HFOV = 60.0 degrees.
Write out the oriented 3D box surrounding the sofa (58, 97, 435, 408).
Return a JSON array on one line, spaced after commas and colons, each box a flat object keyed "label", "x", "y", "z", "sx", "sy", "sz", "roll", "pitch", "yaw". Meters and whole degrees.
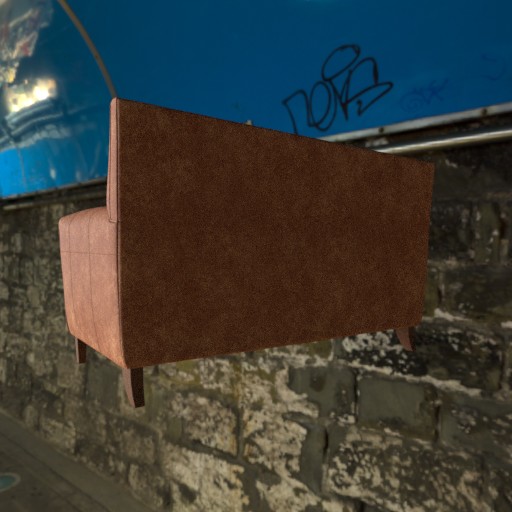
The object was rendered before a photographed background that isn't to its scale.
[{"label": "sofa", "x": 0.000, "y": 0.000, "z": 1.933, "sx": 1.473, "sy": 0.871, "sz": 0.787, "roll": 0, "pitch": 0, "yaw": -35}]
